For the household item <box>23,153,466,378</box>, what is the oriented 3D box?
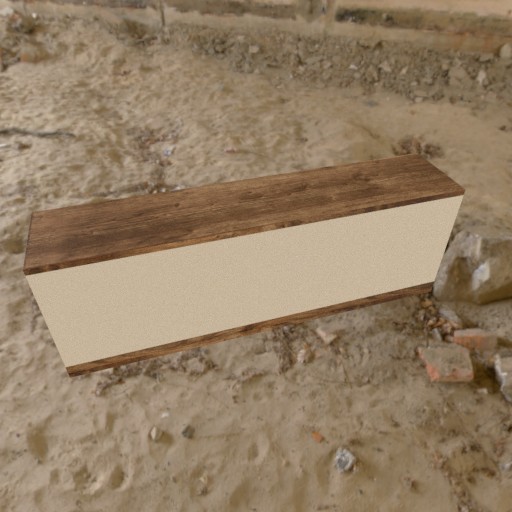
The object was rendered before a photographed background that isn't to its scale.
[{"bbox_3d":[0.000,0.000,2.068,1.800,0.615,0.390,-11,40,-13],"label":"household item"}]
